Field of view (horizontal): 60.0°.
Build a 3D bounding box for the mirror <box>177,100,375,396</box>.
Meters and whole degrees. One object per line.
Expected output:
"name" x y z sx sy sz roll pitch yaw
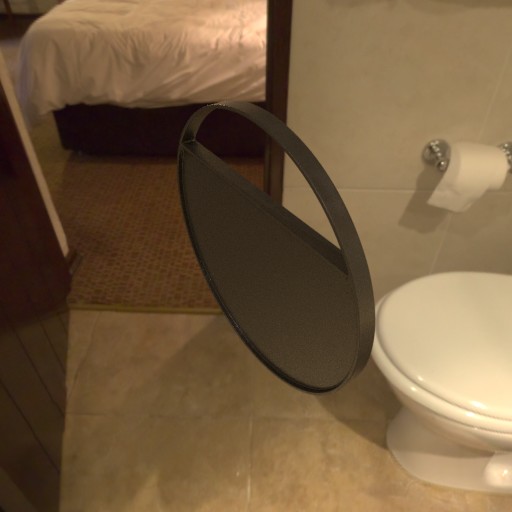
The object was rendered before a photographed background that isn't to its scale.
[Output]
"mirror" 0.000 0.000 0.842 0.032 0.565 0.565 -25 47 -26
